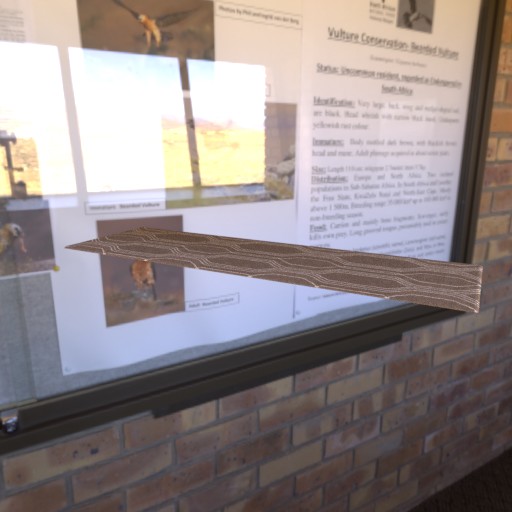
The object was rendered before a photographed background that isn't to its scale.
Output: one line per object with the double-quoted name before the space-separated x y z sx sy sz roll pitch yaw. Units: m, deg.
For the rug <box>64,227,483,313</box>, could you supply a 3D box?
"rug" 0.000 0.000 2.704 2.464 0.012 0.773 7 16 26
